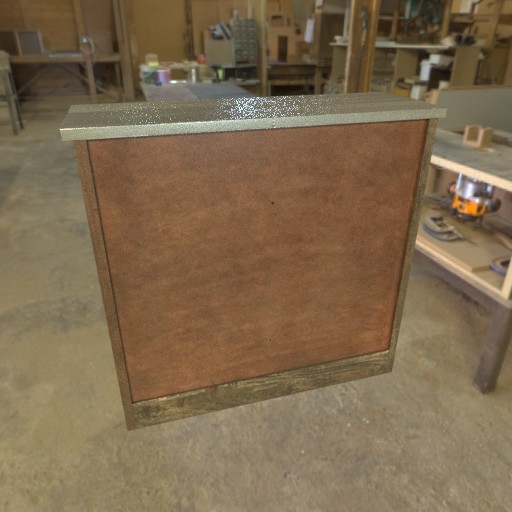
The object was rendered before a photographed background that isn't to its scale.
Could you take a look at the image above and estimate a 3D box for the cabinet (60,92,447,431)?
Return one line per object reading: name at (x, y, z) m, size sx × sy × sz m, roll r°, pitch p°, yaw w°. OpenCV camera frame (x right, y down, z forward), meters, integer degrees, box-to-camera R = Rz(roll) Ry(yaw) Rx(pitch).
cabinet at (0.000, 0.000, 1.417) m, size 0.968 × 0.919 × 0.338 m, roll -8°, pitch 28°, yaw -15°
